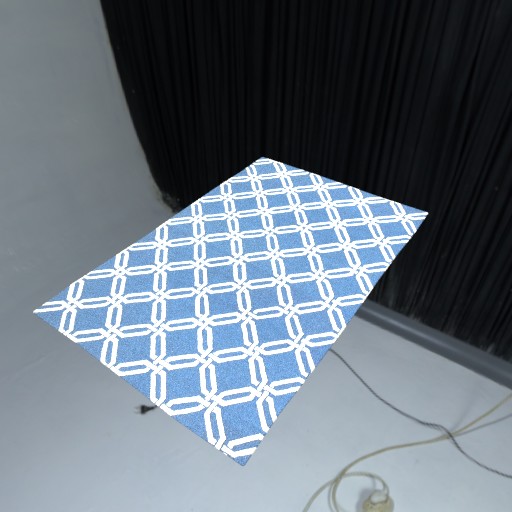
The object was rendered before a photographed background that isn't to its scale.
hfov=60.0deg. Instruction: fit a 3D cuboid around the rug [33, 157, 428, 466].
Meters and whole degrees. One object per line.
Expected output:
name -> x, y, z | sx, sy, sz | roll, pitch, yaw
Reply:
rug -> 0.000, 0.000, 2.209 | 1.153, 0.010, 1.755 | 25, 46, 26
